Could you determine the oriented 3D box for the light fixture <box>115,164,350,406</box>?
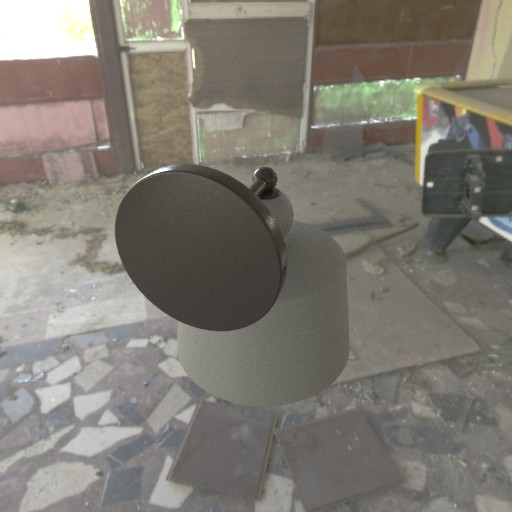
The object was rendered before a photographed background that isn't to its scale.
[{"bbox_3d":[0.000,0.000,0.441,0.204,0.268,0.254,11,33,17],"label":"light fixture"}]
